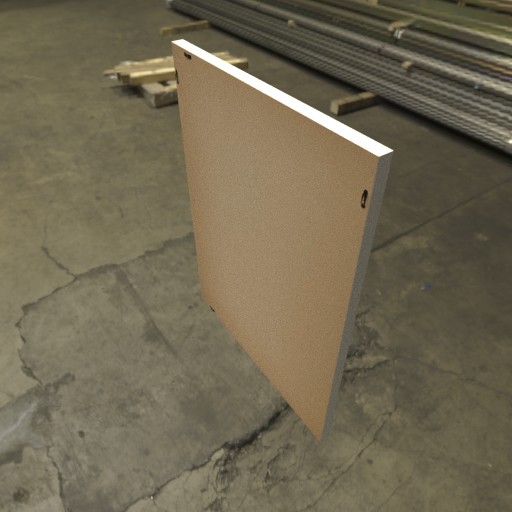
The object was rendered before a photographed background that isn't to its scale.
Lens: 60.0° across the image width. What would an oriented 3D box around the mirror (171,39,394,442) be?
[{"bbox_3d":[0.000,0.000,1.313,0.040,1.016,0.762,-25,47,-25],"label":"mirror"}]
